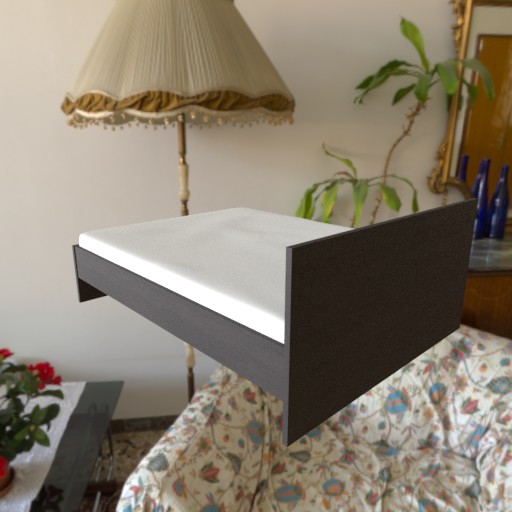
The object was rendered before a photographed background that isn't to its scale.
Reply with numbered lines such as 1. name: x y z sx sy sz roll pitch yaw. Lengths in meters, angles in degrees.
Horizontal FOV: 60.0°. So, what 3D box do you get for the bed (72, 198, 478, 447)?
1. bed: 0.000 0.000 2.888 1.585 0.823 2.073 -15 22 -41
